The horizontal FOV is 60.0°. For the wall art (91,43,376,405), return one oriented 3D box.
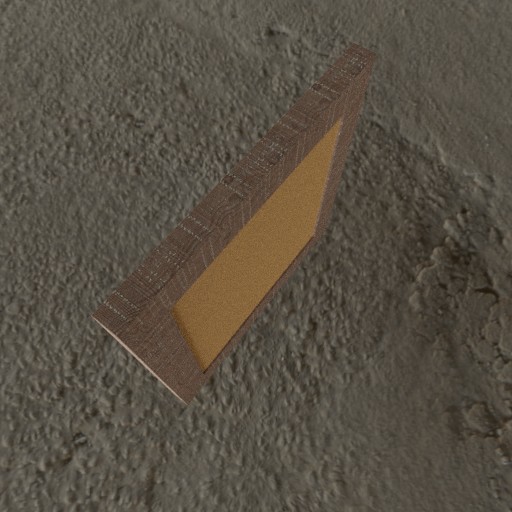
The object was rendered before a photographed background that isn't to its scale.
[{"bbox_3d":[0.000,0.000,0.800,0.040,0.531,0.531,34,69,15],"label":"wall art"}]
